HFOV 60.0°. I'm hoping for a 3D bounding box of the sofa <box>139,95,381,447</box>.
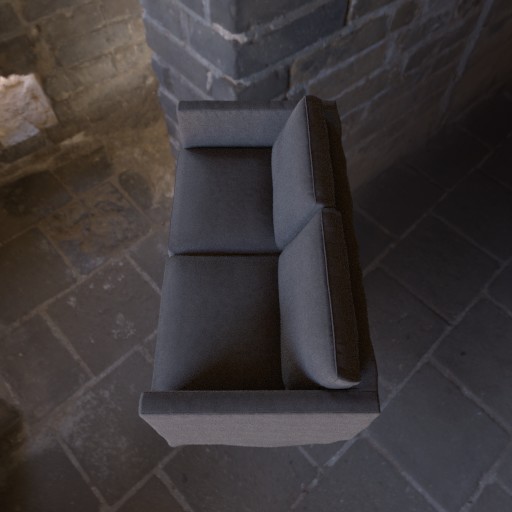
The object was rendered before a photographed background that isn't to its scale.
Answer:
[{"bbox_3d":[0.000,0.000,2.390,0.974,0.854,1.802,0,59,0],"label":"sofa"}]
